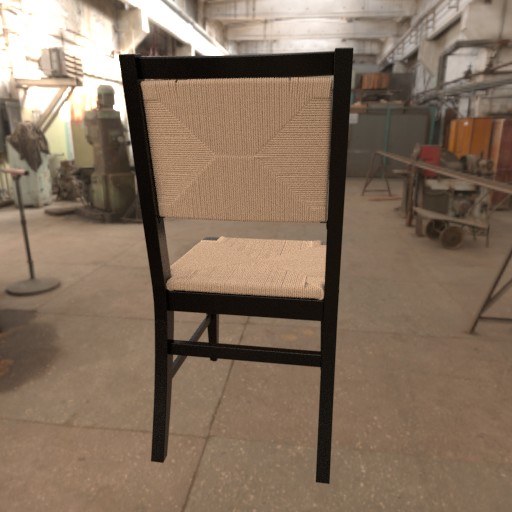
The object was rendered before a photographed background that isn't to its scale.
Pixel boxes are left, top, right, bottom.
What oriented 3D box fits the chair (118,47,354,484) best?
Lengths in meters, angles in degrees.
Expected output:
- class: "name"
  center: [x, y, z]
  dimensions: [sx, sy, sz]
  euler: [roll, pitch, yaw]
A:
- class: "chair"
  center: [0.000, 0.000, 1.177]
  dimensions: [0.437, 0.927, 0.552]
  euler: [3, 16, 9]
